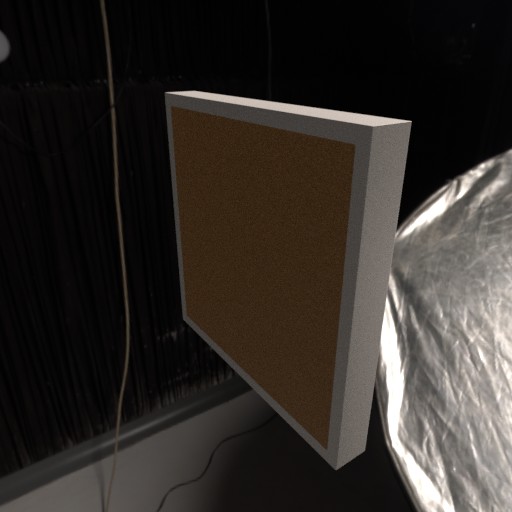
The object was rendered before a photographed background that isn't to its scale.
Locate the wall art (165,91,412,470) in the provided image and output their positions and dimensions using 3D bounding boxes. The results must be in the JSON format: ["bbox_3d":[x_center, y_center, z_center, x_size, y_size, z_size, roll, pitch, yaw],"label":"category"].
[{"bbox_3d":[0.000,0.000,0.460,0.038,0.302,0.305,-16,29,-31],"label":"wall art"}]
